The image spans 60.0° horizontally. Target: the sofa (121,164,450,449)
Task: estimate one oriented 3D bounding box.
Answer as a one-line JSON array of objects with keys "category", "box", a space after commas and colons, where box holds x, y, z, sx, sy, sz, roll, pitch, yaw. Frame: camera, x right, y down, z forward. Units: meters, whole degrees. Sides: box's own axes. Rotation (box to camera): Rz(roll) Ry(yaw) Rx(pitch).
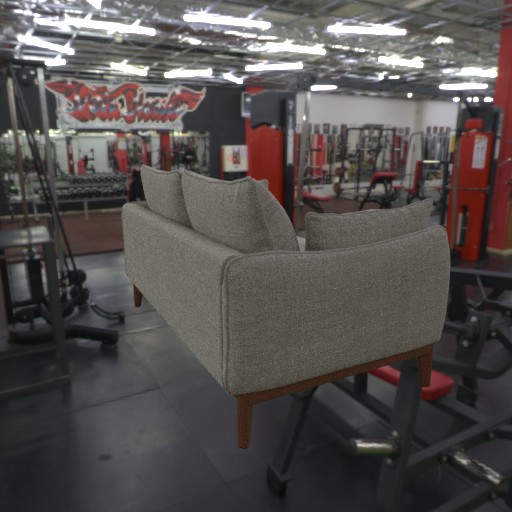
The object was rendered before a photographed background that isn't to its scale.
[{"category": "sofa", "box": [0.000, 0.000, 2.139, 0.972, 0.851, 1.580, -7, 15, -27]}]
